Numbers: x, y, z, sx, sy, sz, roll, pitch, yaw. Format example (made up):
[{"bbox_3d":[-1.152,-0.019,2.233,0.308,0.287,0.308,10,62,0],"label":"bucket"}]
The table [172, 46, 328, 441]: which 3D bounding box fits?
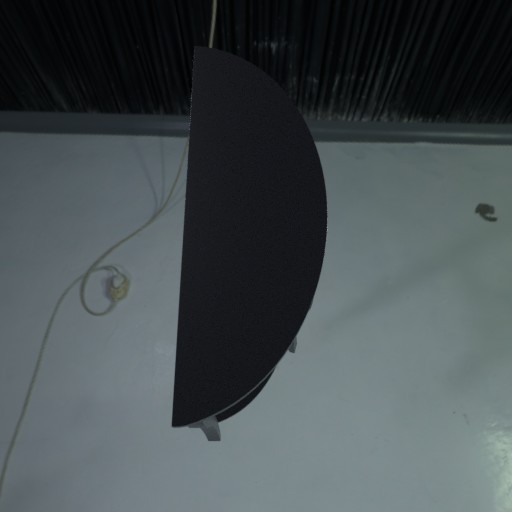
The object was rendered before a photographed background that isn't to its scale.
[{"bbox_3d":[0.000,0.000,1.586,0.394,0.780,1.219,-1,63,-1],"label":"table"}]
